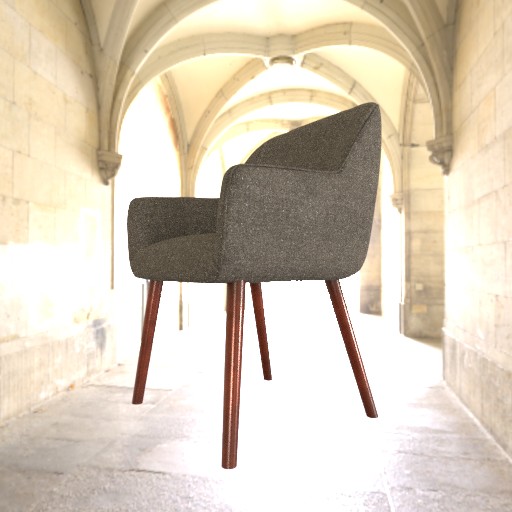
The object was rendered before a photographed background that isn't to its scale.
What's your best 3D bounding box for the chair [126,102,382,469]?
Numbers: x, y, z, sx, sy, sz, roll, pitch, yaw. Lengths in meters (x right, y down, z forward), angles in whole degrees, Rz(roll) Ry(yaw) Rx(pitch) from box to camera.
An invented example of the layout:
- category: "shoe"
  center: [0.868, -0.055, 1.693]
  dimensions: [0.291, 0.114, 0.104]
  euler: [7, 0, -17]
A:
- category: "chair"
  center: [0.000, 0.000, 1.168]
  dimensions: [0.519, 0.803, 0.543]
  euler: [1, -1, -36]
